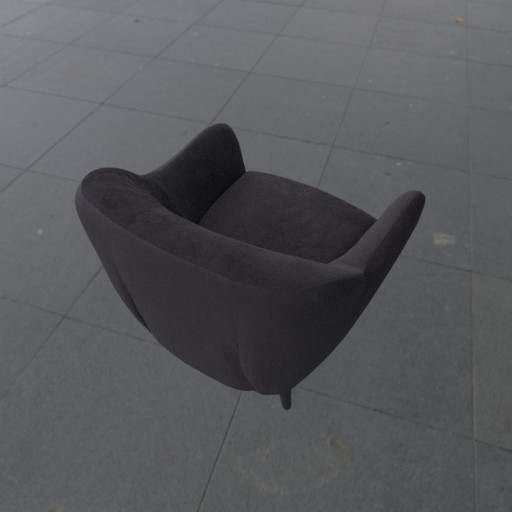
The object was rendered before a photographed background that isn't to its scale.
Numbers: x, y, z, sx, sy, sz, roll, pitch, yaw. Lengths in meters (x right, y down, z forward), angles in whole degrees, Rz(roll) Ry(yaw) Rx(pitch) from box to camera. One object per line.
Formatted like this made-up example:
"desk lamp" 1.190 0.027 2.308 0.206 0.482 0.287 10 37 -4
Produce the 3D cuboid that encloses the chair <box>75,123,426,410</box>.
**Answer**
"chair" 0.000 0.000 1.495 0.840 0.807 0.819 25 51 22
